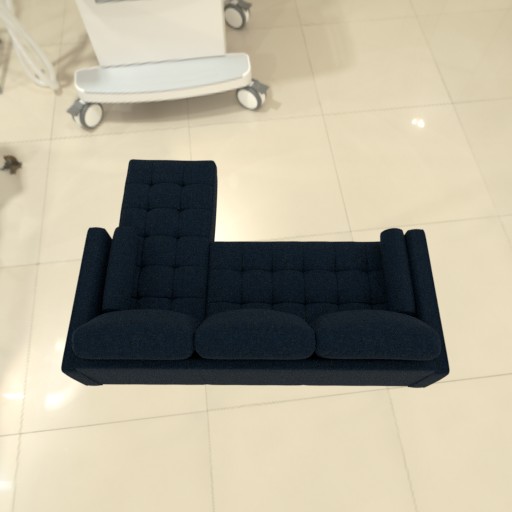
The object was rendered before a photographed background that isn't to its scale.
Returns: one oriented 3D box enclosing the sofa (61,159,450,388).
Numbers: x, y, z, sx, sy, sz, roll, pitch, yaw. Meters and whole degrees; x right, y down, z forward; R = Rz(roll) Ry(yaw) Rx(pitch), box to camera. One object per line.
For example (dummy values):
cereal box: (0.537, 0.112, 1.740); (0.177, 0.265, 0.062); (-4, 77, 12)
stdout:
sofa: (0.000, 0.000, 2.939); (2.185, 0.841, 1.613); (0, 64, 0)
